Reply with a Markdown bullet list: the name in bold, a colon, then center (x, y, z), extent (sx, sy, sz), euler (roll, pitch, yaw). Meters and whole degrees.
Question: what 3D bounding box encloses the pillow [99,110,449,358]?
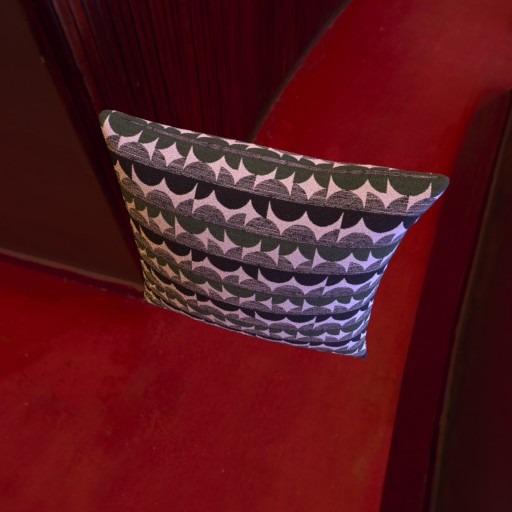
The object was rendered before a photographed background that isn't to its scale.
- **pillow**: center (0.000, 0.000, 0.658), extent (0.419, 0.404, 0.180), euler (13, 59, 8)
